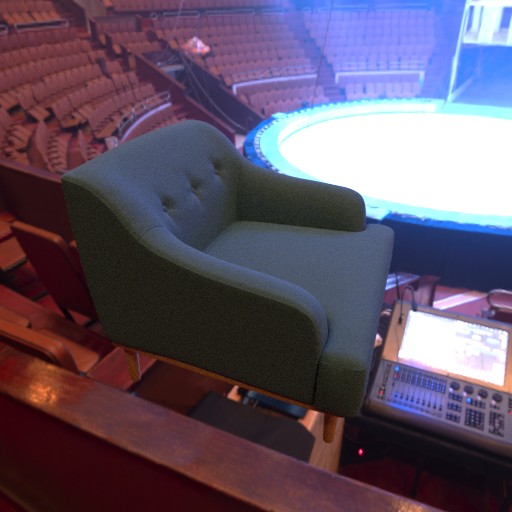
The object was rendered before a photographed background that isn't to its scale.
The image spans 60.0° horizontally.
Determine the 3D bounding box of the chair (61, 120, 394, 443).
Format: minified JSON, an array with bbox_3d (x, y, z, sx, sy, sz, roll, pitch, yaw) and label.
[{"bbox_3d":[0.000,0.000,1.657,0.951,0.818,0.946,10,31,17],"label":"chair"}]
